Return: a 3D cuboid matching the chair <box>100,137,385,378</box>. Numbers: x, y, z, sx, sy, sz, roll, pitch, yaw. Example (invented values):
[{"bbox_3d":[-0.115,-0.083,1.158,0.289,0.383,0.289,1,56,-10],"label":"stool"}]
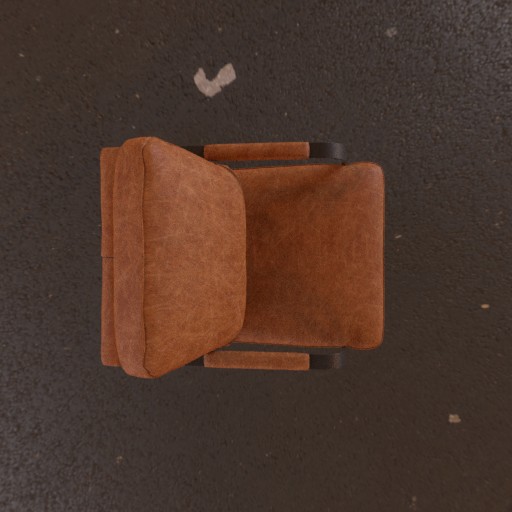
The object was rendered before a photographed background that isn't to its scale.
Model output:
[{"bbox_3d":[0.000,0.000,1.364,0.801,0.777,0.651,0,91,1],"label":"chair"}]
